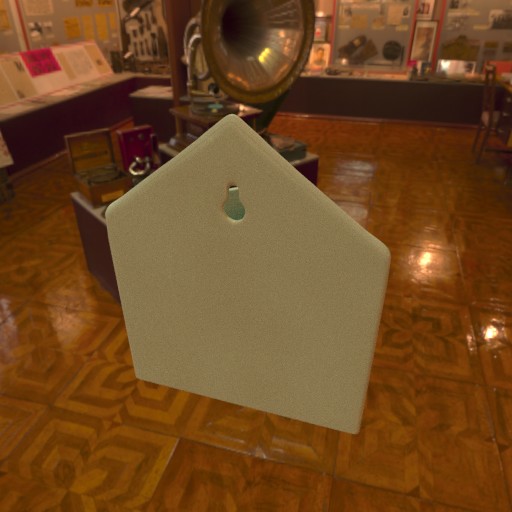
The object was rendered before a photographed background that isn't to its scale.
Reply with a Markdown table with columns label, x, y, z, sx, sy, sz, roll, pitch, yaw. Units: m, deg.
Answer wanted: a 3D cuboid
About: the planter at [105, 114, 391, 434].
| label | x | y | z | sx | sy | sz | roll | pitch | yaw |
| --- | --- | --- | --- | --- | --- | --- | --- | --- | --- |
| planter | 0.000 | 0.000 | 0.287 | 0.164 | 0.197 | 0.079 | 9 | 33 | 15 |
